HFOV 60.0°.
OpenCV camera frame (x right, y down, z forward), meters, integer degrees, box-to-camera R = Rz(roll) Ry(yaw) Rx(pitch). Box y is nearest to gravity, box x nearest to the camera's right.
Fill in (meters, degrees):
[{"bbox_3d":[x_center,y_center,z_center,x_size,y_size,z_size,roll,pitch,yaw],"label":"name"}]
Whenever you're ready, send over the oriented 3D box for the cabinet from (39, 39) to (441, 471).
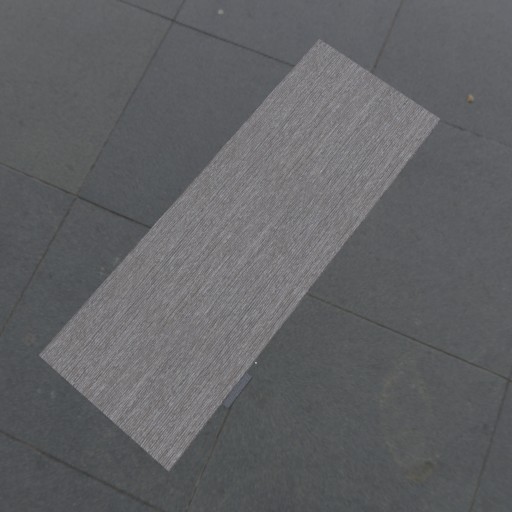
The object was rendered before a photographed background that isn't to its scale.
[{"bbox_3d":[0.000,0.000,1.597,0.500,0.599,1.300,38,79,8],"label":"cabinet"}]
